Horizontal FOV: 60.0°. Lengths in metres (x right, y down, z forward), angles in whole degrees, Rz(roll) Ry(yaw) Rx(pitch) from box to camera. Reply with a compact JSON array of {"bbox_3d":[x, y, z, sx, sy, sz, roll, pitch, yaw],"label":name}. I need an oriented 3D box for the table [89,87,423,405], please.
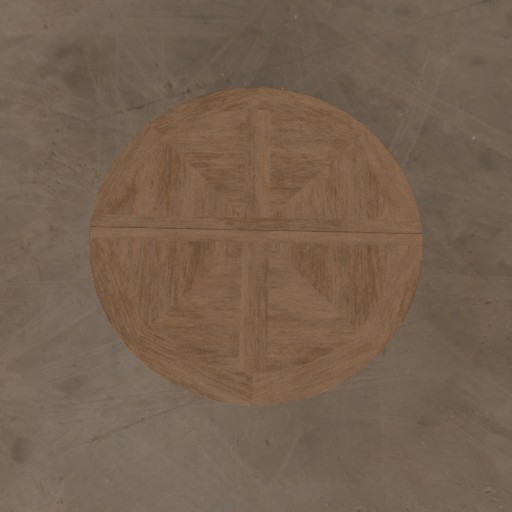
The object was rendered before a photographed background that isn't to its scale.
[{"bbox_3d":[0.000,0.000,2.124,1.319,0.762,1.319,0,74,0],"label":"table"}]
